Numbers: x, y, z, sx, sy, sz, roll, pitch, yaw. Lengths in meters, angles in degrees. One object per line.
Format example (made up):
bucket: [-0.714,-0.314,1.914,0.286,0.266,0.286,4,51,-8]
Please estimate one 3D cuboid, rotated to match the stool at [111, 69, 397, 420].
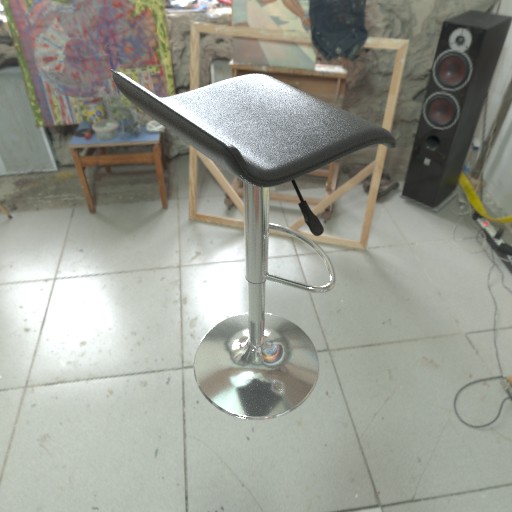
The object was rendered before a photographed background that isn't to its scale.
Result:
stool: [0.000,0.000,1.053,0.381,0.851,0.381,-27,49,-27]
